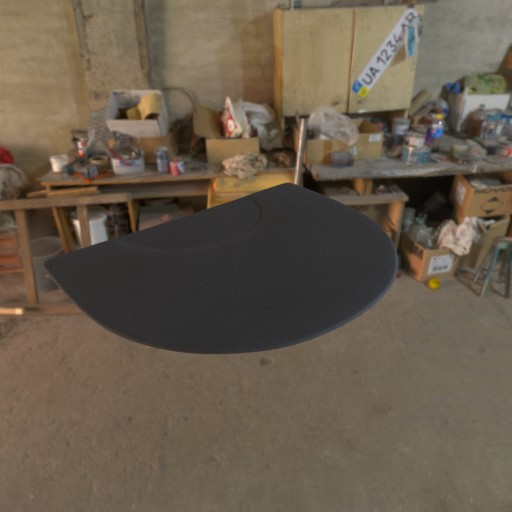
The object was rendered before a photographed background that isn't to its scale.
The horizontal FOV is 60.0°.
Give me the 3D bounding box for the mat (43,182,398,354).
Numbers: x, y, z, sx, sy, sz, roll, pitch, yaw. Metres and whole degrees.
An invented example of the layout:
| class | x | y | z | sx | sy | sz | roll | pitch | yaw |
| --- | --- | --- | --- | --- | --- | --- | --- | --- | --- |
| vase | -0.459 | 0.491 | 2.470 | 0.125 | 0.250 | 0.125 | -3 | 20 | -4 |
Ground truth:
| class | x | y | z | sx | sy | sz | roll | pitch | yaw |
| --- | --- | --- | --- | --- | --- | --- | --- | --- | --- |
| mat | 0.000 | 0.000 | 1.597 | 1.220 | 0.016 | 0.917 | -23 | 37 | -34 |
